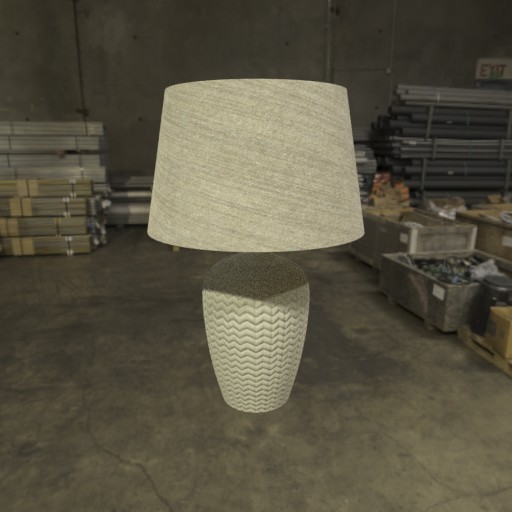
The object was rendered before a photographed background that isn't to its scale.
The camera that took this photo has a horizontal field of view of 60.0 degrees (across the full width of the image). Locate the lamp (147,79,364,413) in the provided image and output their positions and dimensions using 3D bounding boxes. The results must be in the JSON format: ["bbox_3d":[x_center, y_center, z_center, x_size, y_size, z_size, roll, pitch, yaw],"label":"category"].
[{"bbox_3d":[0.000,0.000,0.831,0.390,0.580,0.390,0,14,0],"label":"lamp"}]
